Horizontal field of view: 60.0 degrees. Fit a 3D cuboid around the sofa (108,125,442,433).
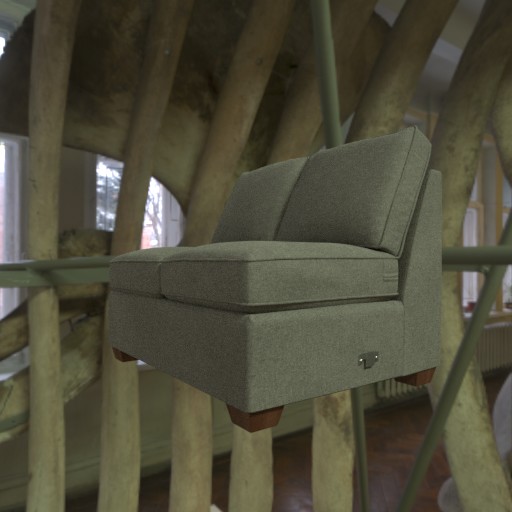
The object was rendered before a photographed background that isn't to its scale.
[{"bbox_3d":[0.000,0.000,1.971,0.951,1.008,1.237,0,0,-36],"label":"sofa"}]
